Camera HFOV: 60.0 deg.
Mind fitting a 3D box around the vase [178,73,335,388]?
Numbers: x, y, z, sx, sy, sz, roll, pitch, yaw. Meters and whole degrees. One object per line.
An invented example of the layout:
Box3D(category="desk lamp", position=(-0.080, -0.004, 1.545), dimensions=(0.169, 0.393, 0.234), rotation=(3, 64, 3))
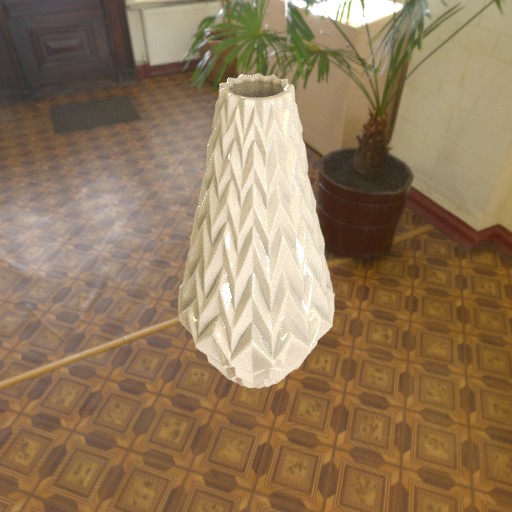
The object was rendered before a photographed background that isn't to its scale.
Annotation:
Box3D(category="vase", position=(0.000, 0.000, 0.431), dimensions=(0.167, 0.328, 0.167), rotation=(0, 41, 0))
